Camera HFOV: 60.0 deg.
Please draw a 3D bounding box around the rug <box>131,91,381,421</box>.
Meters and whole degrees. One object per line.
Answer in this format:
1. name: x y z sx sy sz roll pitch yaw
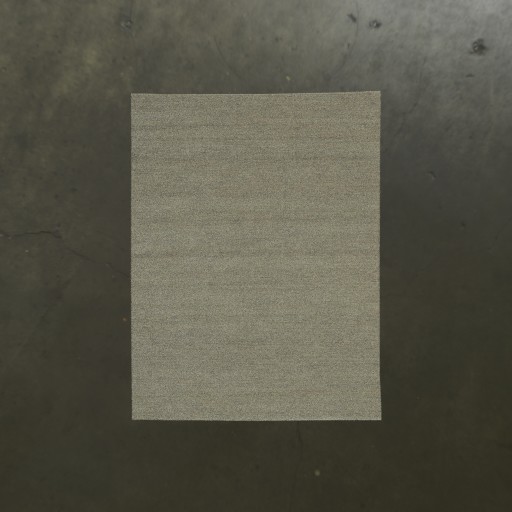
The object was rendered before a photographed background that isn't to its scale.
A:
1. rug: 0.000 0.000 4.877 2.757 0.051 3.626 0 90 0
